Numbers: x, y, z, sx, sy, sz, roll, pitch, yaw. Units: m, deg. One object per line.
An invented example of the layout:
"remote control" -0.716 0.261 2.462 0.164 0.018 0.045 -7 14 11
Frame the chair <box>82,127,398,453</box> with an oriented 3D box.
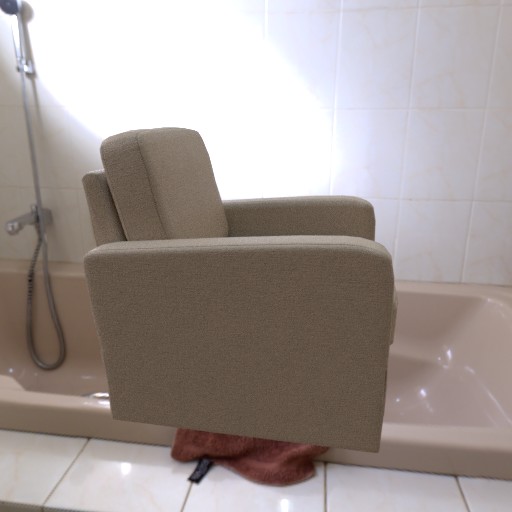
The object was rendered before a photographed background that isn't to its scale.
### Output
"chair" 0.000 0.000 1.480 0.888 0.827 0.755 3 17 10
